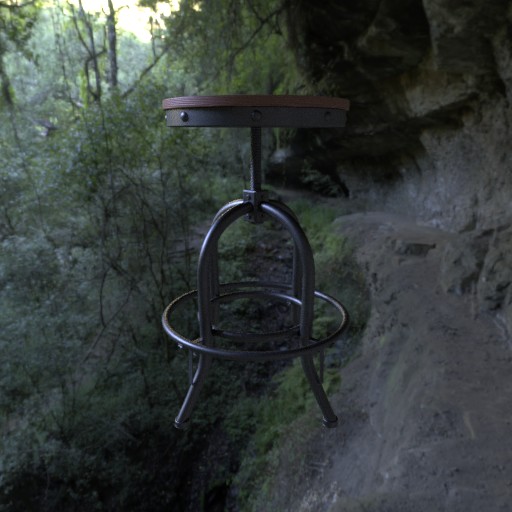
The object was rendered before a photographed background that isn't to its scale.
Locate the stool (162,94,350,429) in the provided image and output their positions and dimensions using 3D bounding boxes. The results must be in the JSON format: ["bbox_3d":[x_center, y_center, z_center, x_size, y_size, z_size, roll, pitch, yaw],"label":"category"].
[{"bbox_3d":[0.000,0.000,0.925,0.439,0.609,0.439,15,22,43],"label":"stool"}]
